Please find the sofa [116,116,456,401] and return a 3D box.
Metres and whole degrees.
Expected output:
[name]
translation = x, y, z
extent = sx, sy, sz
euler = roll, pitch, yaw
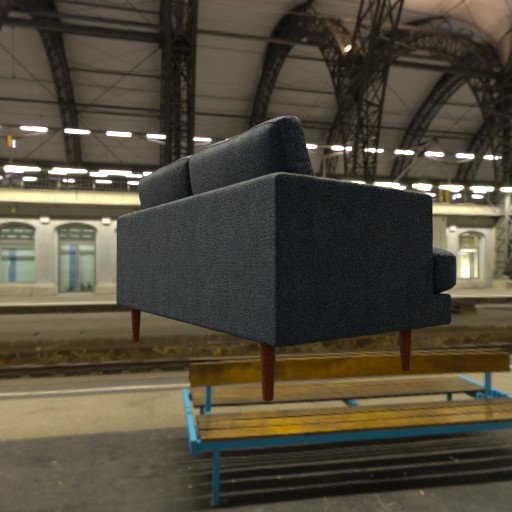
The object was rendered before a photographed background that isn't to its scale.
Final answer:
[sofa]
translation = 0.000, 0.000, 2.160
extent = 0.903, 0.944, 1.582
euler = 1, -1, -34
